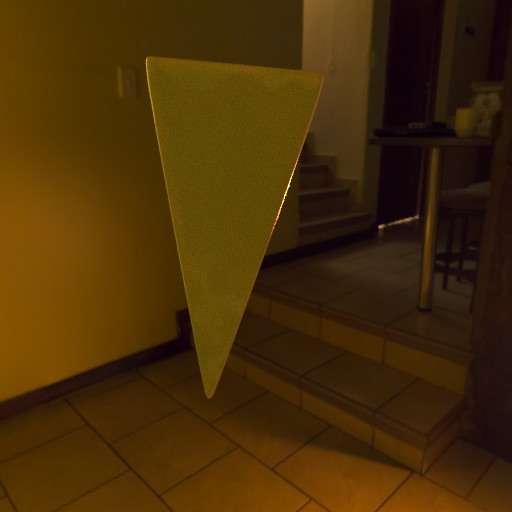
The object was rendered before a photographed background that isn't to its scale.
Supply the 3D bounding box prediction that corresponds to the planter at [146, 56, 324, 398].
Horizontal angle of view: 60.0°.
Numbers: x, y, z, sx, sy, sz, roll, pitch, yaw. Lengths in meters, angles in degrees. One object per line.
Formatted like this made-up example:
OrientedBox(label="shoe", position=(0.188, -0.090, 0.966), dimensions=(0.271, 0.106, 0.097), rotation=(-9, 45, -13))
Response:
OrientedBox(label="planter", position=(0.000, 0.000, 0.222), dimensions=(0.064, 0.178, 0.080), rotation=(7, 16, 25))
